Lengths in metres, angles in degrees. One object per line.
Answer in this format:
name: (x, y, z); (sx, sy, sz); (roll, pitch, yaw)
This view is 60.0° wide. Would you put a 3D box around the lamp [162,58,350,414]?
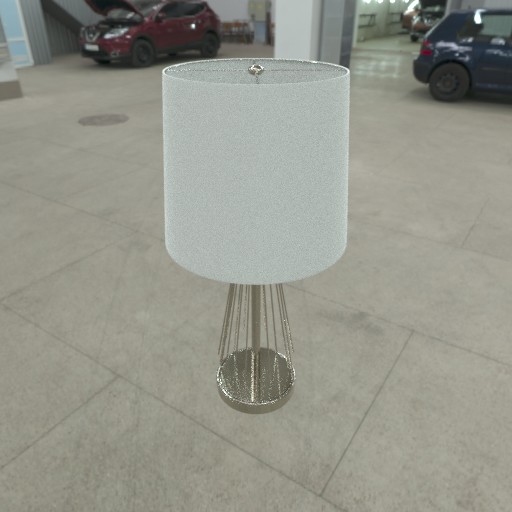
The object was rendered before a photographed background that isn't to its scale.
lamp: (0.000, 0.000, 0.773); (0.303, 0.618, 0.303); (0, 30, 0)
